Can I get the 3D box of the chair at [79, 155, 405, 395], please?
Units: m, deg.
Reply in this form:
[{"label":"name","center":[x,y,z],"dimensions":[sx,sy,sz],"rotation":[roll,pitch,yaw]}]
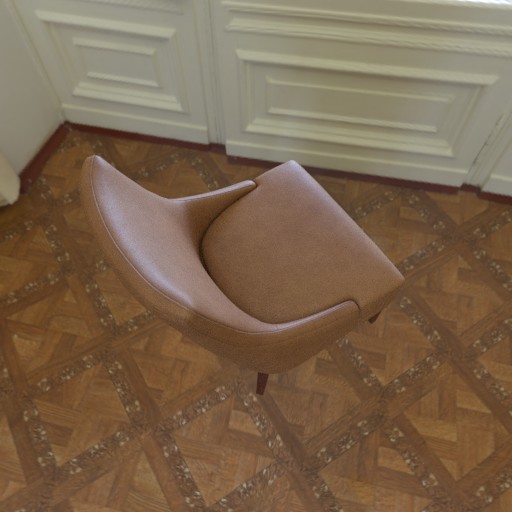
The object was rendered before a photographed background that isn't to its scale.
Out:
[{"label":"chair","center":[0.000,0.000,1.513],"dimensions":[0.861,0.909,0.701],"rotation":[-29,64,-16]}]
